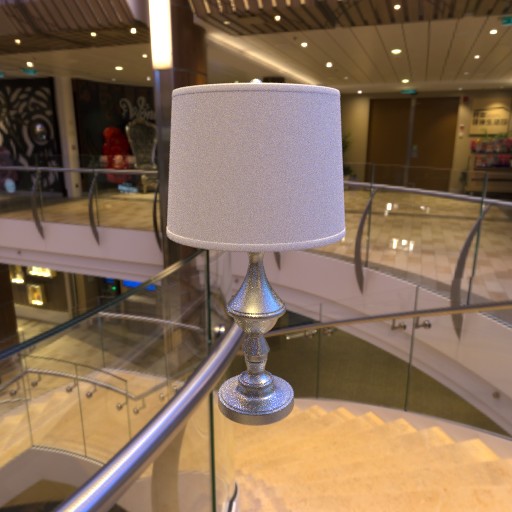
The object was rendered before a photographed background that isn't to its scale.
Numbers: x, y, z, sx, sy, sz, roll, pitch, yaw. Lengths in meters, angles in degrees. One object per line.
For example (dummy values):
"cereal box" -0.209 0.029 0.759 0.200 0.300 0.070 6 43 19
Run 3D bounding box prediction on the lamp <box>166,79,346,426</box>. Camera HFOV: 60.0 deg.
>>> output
"lamp" 0.000 0.000 0.981 0.383 0.733 0.383 0 15 0
